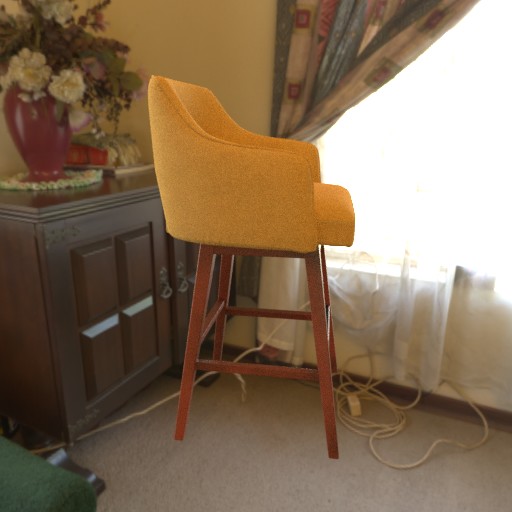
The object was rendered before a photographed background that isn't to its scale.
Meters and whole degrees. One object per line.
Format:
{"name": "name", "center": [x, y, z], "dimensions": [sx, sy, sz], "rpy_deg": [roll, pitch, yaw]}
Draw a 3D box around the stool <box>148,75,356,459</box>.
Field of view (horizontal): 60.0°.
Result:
{"name": "stool", "center": [0.000, 0.000, 1.348], "dimensions": [0.558, 1.012, 0.548], "rpy_deg": [3, 17, 9]}
